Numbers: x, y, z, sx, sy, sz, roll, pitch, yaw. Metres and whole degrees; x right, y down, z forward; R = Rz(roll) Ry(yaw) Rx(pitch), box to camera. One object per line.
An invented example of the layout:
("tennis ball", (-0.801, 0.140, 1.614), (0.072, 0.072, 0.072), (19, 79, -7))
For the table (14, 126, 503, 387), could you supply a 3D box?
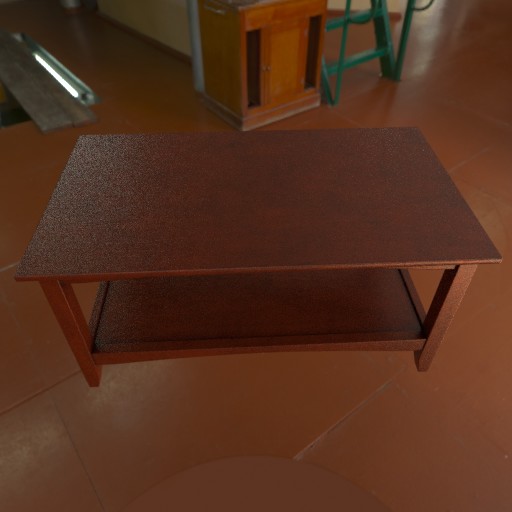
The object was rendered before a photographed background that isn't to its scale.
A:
("table", (0.000, 0.000, 1.199), (0.943, 0.456, 0.533), (-2, 44, -2))
